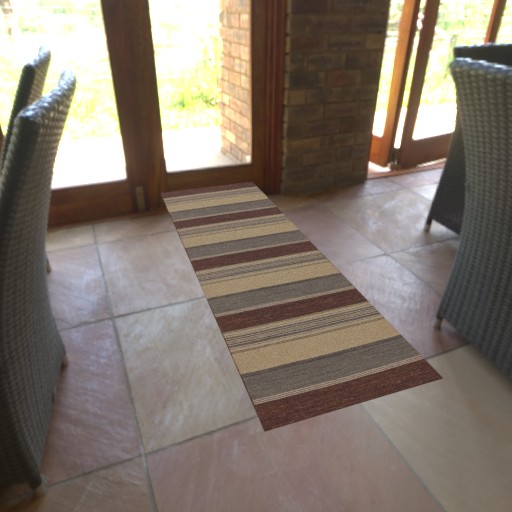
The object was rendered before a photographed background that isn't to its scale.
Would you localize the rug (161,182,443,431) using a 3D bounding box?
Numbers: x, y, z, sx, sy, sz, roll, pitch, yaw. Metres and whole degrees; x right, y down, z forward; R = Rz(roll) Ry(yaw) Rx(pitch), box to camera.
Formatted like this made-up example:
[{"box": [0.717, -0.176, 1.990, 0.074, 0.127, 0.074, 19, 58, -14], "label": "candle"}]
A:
[{"box": [0.000, 0.000, 2.723, 0.792, 0.006, 2.437, -10, 31, -17], "label": "rug"}]
